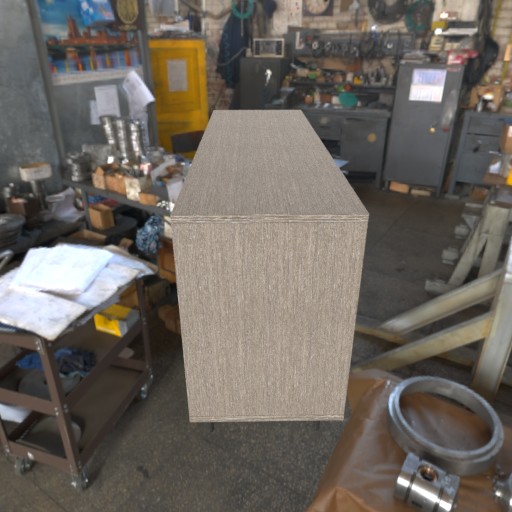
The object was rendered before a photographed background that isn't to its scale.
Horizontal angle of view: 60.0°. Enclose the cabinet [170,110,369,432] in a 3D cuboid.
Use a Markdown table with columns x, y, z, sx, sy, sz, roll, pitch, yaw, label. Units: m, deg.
| x | y | z | sx | sy | sz | roll | pitch | yaw | label |
| --- | --- | --- | --- | --- | --- | --- | --- | --- | --- |
| 0.000 | 0.000 | 1.538 | 0.405 | 0.787 | 1.194 | 0 | 27 | -1 | cabinet |
